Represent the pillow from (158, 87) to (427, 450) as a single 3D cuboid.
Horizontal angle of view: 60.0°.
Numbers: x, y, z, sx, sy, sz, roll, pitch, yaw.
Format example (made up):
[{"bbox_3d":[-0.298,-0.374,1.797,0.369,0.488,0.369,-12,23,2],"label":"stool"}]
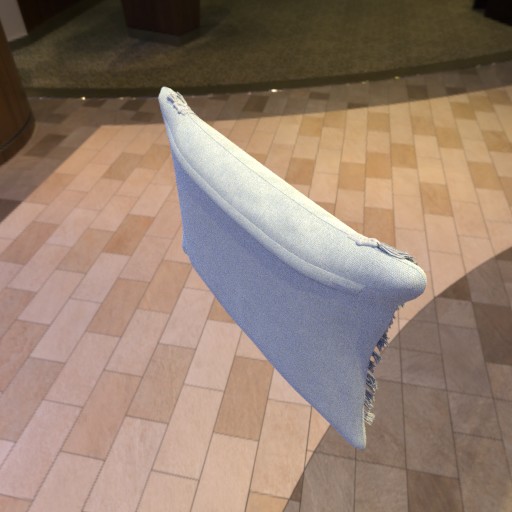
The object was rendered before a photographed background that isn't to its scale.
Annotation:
[{"bbox_3d":[0.000,0.000,0.581,0.084,0.305,0.466,-25,48,-25],"label":"pillow"}]
